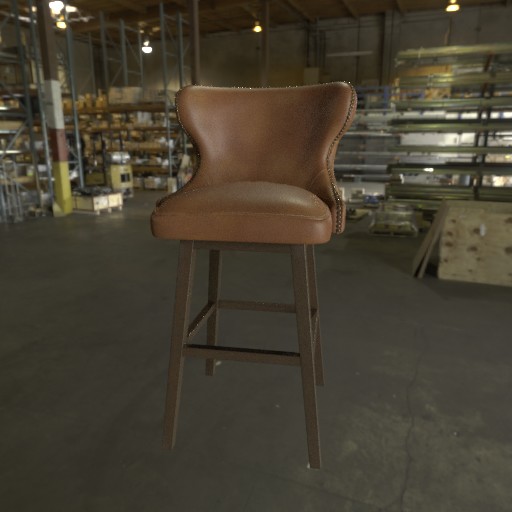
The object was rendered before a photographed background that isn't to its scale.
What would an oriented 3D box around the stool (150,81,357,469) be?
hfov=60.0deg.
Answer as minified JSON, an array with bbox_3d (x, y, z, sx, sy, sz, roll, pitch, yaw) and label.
[{"bbox_3d":[0.000,0.000,1.420,0.591,1.087,0.606,2,14,10],"label":"stool"}]
